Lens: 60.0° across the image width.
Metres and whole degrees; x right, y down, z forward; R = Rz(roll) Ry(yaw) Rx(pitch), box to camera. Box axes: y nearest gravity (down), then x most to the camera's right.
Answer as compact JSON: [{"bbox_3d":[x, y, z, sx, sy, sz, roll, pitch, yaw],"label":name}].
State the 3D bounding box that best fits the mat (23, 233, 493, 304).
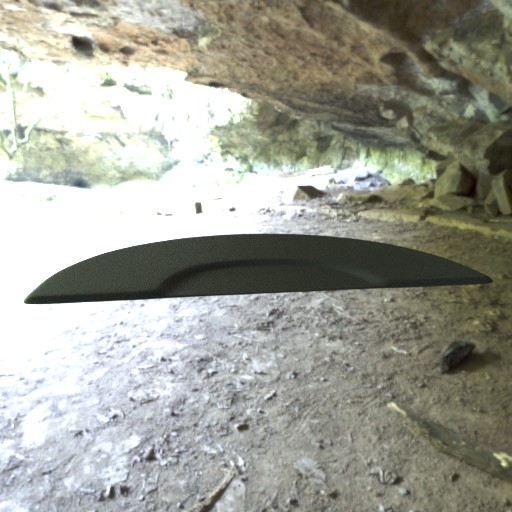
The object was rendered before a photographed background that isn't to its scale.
[{"bbox_3d":[0.000,0.000,1.827,1.525,0.022,0.917,-2,14,-8],"label":"mat"}]
